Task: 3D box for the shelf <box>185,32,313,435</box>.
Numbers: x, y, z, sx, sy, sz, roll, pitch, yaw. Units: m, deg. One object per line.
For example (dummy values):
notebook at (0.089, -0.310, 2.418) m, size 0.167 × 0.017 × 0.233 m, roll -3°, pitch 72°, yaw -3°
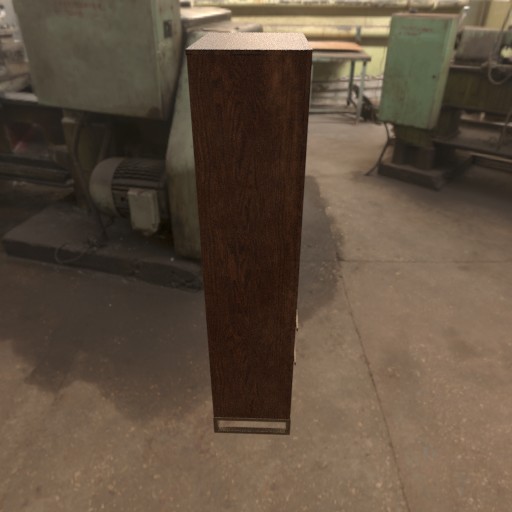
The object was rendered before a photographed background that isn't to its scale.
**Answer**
shelf at (0.000, 0.000, 1.965) m, size 0.395 × 1.732 × 0.539 m, roll 1°, pitch 31°, yaw 2°
